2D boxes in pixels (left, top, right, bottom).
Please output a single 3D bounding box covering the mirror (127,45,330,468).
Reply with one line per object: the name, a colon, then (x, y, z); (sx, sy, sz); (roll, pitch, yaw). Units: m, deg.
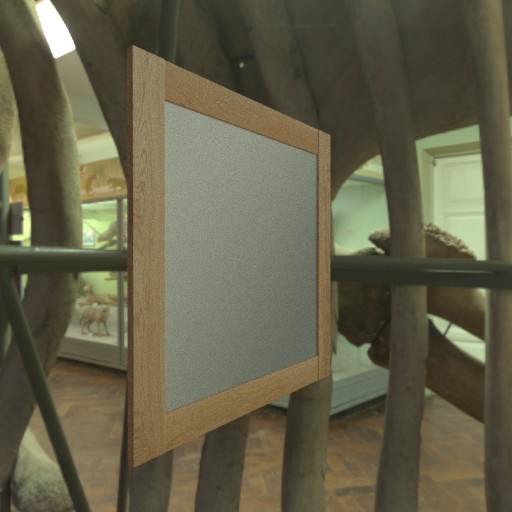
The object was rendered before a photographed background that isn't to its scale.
mirror: (0.000, 0.000, 1.164); (0.020, 0.800, 0.800); (0, 1, 37)
